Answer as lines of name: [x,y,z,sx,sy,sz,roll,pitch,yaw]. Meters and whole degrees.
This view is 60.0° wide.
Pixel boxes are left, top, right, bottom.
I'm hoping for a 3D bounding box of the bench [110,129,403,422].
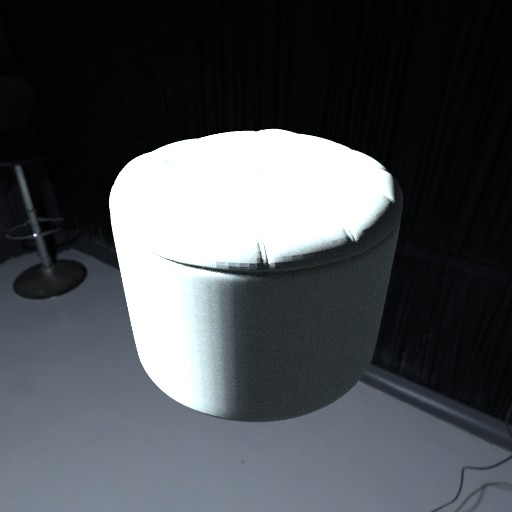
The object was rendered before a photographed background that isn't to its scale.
bench: [0.000,0.000,1.027,0.600,0.453,0.600,0,33,0]
